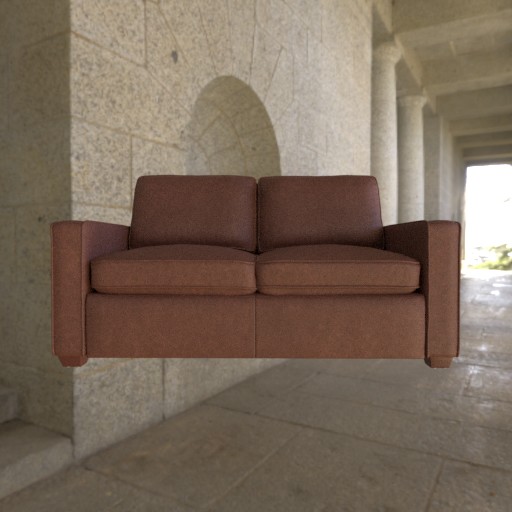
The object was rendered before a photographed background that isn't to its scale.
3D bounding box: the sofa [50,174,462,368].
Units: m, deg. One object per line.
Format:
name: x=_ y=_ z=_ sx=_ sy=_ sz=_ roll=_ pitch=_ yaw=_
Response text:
sofa: x=0.000 y=0.000 z=2.263 sx=1.709 sy=0.918 sz=0.947 roll=0 pitch=2 yaw=1
